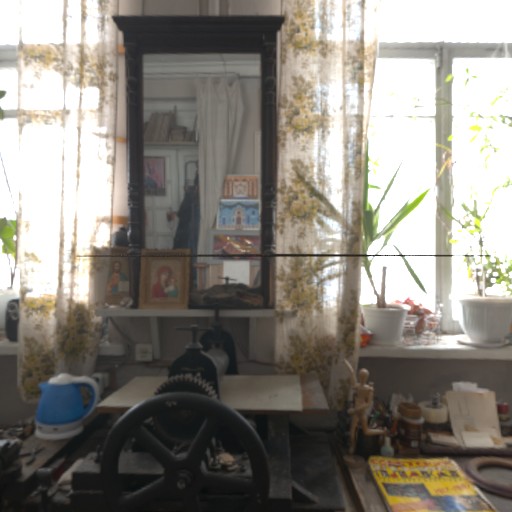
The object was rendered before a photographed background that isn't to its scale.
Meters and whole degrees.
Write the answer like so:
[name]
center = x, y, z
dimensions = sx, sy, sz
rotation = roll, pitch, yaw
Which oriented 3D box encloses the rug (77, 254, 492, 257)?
[rug]
center = 0.000, 0.000, 2.858
dimensions = 1.600, 0.008, 2.235
rotation = 0, 0, -38
